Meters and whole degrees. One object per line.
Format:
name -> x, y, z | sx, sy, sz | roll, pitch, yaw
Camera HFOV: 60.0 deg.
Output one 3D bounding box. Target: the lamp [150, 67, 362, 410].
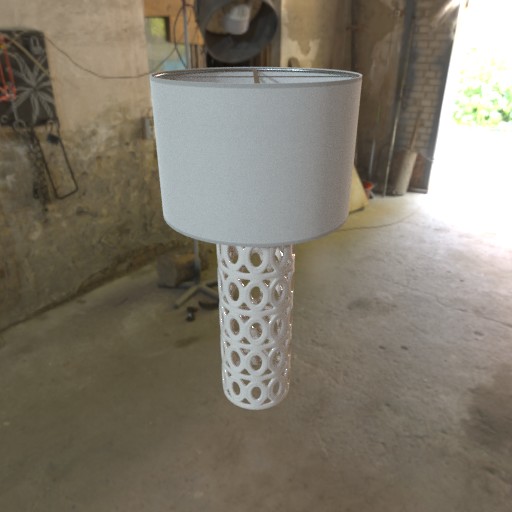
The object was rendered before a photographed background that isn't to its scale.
lamp -> 0.000, 0.000, 0.833 | 0.324, 0.636, 0.325 | 0, 26, -1
